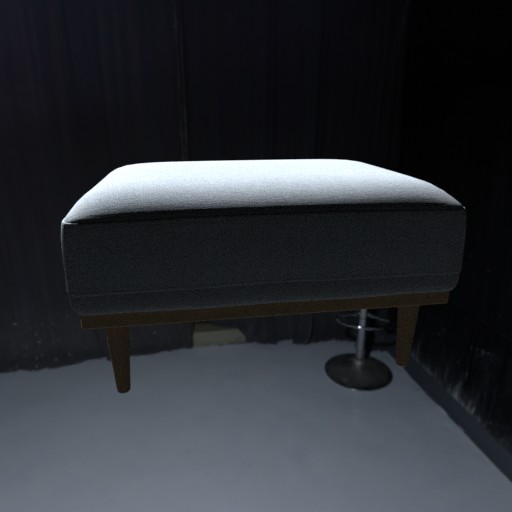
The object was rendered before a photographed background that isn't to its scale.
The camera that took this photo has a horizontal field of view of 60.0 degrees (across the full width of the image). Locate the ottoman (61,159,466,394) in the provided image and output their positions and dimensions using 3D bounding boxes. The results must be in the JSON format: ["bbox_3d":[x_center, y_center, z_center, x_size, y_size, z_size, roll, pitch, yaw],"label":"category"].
[{"bbox_3d":[0.000,0.000,1.064,0.749,0.428,0.549,-3,18,-9],"label":"ottoman"}]
